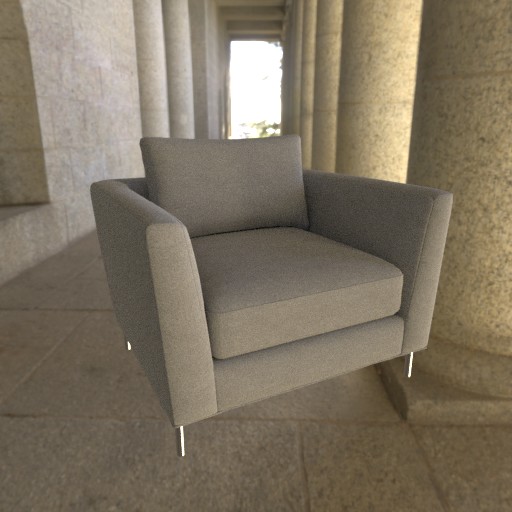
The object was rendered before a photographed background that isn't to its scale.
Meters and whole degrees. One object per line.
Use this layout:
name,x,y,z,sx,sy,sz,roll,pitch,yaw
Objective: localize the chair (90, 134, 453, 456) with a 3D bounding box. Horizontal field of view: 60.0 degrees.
chair,0.000,0.000,1.674,1.041,0.864,0.889,-9,19,-26
